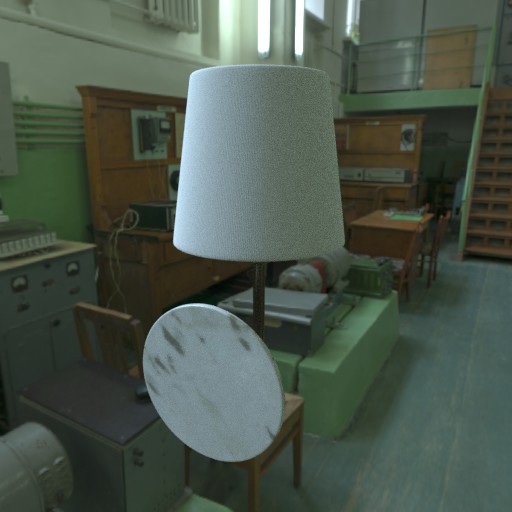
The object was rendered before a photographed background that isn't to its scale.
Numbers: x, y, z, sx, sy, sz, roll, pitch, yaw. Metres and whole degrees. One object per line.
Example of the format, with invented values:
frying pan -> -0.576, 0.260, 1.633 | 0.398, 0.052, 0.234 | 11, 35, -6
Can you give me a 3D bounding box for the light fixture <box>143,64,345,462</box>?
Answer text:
light fixture -> 0.000, 0.000, 0.442 | 0.168, 0.337, 0.188 | 7, 16, 26
